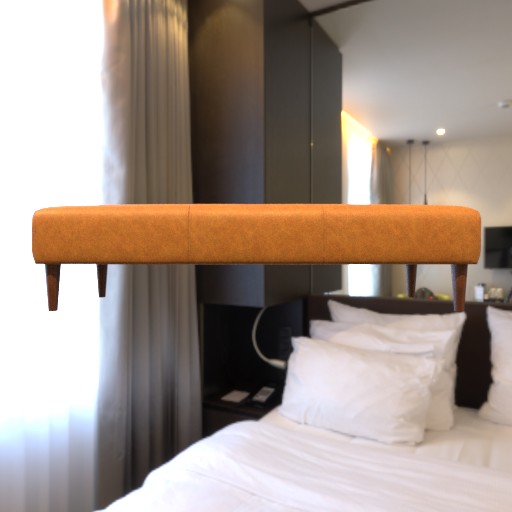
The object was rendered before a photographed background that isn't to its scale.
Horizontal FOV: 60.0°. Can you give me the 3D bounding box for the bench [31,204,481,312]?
[{"bbox_3d":[0.000,0.000,1.871,1.610,0.399,0.653,0,0,0],"label":"bench"}]
